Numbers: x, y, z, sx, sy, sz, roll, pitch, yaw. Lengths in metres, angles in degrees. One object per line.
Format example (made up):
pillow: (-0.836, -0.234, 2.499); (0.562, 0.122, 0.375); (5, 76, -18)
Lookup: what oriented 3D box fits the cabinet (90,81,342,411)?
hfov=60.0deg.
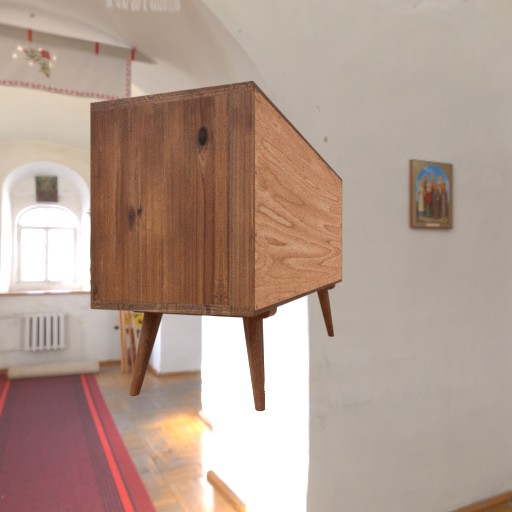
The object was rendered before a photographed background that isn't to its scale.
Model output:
cabinet: (0.000, 0.000, 1.743); (0.472, 0.800, 1.400); (0, 0, 19)
